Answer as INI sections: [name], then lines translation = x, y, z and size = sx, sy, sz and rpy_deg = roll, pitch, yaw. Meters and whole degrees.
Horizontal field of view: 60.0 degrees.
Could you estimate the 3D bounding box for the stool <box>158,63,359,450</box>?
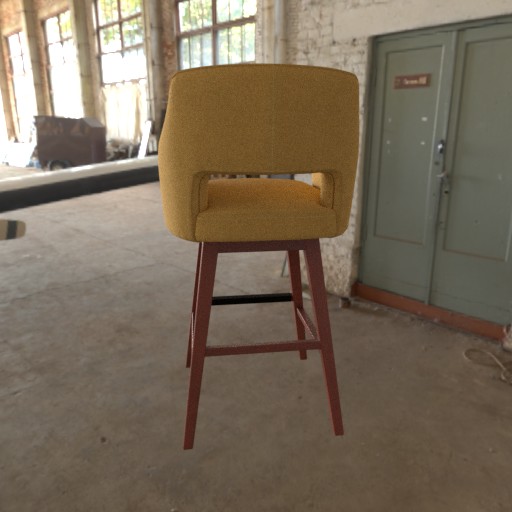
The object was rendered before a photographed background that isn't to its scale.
[stool]
translation = 0.000, 0.000, 1.343
size = 0.548, 1.012, 0.558
rpy_deg = -2, 16, -7
